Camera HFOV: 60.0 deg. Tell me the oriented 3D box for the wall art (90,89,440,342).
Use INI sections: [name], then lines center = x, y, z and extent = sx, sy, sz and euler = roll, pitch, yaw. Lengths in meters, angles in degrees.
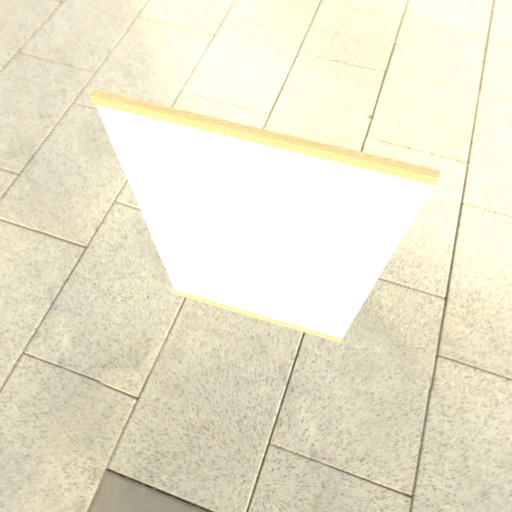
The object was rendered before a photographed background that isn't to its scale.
[wall art]
center = 0.000, 0.000, 1.909
extent = 1.011, 1.521, 0.025
euler = 15, 64, 8
